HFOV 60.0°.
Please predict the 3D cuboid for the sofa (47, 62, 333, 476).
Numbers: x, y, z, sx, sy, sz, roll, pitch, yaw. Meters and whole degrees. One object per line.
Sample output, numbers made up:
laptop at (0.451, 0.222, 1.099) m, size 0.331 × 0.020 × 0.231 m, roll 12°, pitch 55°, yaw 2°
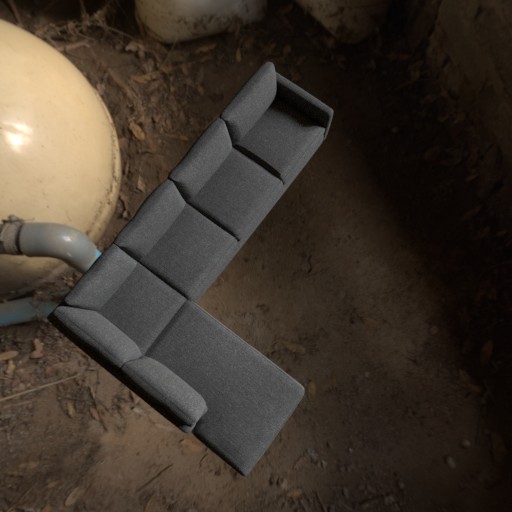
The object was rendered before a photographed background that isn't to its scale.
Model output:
sofa at (0.000, 0.000, 3.823) m, size 2.007 × 0.815 × 2.949 m, roll 36°, pitch 79°, yaw 8°
